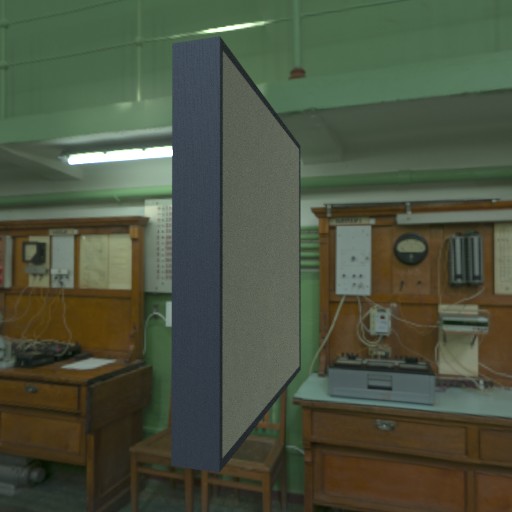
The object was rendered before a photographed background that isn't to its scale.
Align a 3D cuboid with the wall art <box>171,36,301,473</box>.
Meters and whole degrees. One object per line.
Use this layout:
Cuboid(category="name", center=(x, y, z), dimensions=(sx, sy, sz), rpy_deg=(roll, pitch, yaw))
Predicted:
Cuboid(category="wall art", center=(0.000, 0.000, 0.455), dimensions=(0.036, 0.300, 0.302), rpy_deg=(0, -1, 16))
